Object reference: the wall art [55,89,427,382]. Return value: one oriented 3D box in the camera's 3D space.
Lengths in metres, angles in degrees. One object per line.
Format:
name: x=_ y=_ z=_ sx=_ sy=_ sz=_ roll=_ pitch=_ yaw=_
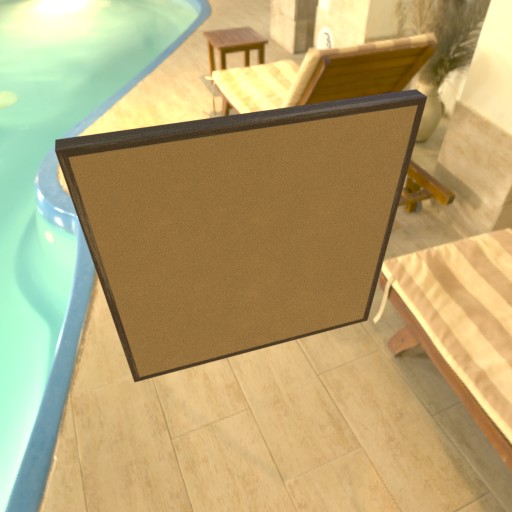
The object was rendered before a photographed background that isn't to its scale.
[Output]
wall art: x=0.000 y=0.000 z=1.143 sx=0.762 sy=0.758 sz=0.043 roll=-12 pitch=44 yaw=-13
